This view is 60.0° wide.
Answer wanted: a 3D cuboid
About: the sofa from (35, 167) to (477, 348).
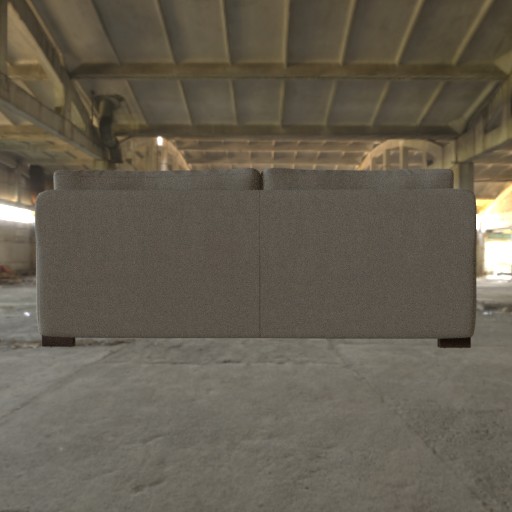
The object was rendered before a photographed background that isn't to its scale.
[{"bbox_3d":[0.000,0.000,2.799,2.354,0.980,0.962,0,0,1],"label":"sofa"}]
